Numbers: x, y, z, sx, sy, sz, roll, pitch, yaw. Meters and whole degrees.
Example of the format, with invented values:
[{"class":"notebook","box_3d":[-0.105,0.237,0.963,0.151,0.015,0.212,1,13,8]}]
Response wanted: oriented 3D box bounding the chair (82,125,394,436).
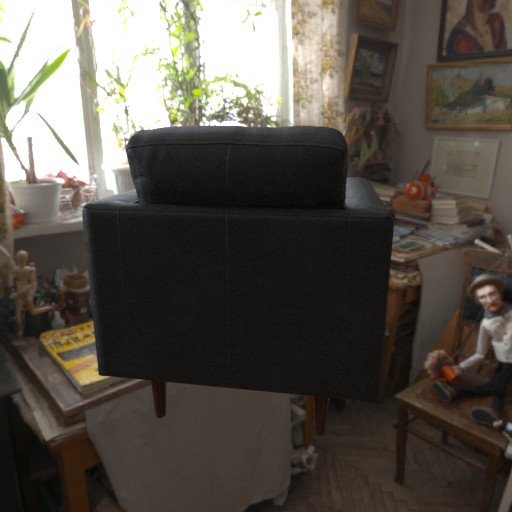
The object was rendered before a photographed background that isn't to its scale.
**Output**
[{"class":"chair","box_3d":[0.000,0.000,1.590,0.831,0.898,0.879,3,17,9]}]
